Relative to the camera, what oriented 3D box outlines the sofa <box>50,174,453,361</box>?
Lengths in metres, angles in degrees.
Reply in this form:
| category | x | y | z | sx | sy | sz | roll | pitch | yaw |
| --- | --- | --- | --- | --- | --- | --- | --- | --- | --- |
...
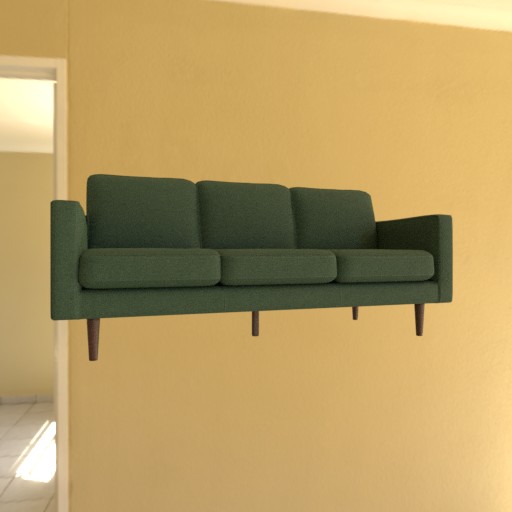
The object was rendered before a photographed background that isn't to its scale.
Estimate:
| category | x | y | z | sx | sy | sz | roll | pitch | yaw |
| --- | --- | --- | --- | --- | --- | --- | --- | --- | --- |
| sofa | 0.000 | 0.000 | 2.479 | 2.029 | 0.899 | 0.879 | 0 | 0 | -20 |
